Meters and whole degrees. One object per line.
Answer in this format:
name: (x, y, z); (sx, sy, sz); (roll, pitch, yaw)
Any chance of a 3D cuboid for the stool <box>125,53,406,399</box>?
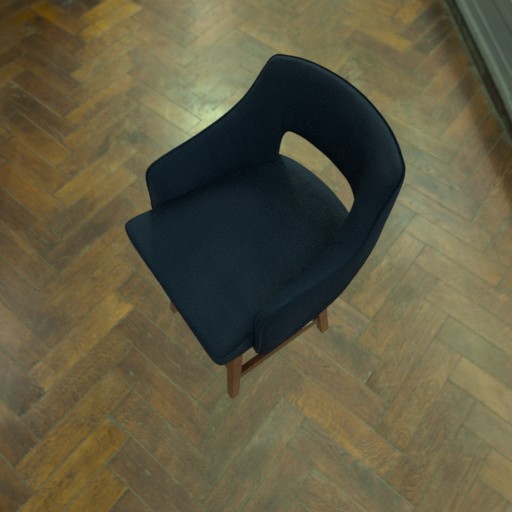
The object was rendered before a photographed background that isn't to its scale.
stool: (0.000, 0.000, 1.290); (0.560, 0.940, 0.550); (-33, 67, -16)
